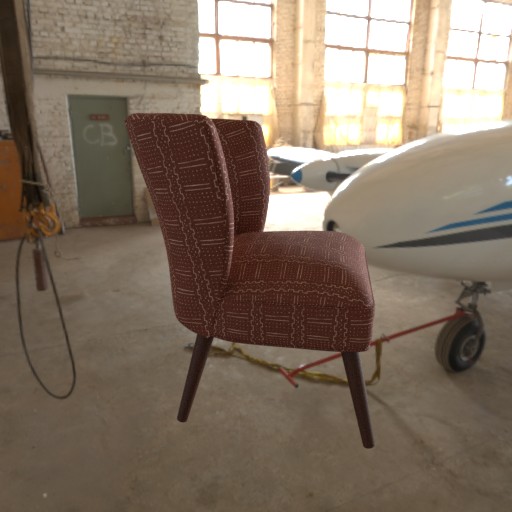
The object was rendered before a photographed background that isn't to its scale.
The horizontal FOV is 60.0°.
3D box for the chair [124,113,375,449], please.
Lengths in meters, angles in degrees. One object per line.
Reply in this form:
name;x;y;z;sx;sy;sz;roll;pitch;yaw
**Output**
chair;0.000;0.000;1.419;0.758;0.866;0.706;3;16;10
